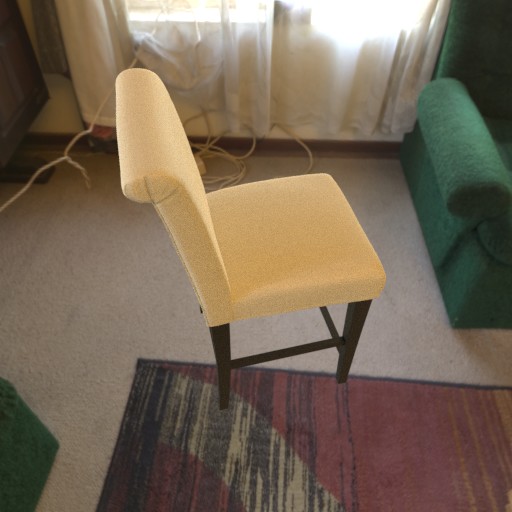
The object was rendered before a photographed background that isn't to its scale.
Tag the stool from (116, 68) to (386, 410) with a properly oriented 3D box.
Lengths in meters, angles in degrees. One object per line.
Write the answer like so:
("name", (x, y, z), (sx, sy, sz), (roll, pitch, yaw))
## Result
("stool", (0.000, 0.000, 1.302), (0.597, 0.976, 0.452), (-10, 47, -9))
